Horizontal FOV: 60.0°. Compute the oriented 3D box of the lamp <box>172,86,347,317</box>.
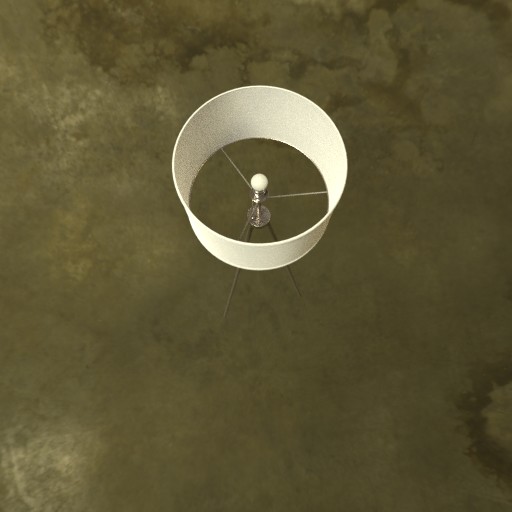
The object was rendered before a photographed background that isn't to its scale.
[{"bbox_3d":[0.000,0.000,1.770,0.448,1.545,0.458,38,78,9],"label":"lamp"}]
